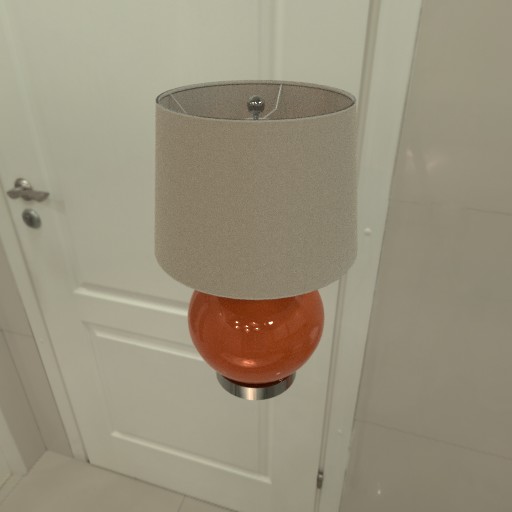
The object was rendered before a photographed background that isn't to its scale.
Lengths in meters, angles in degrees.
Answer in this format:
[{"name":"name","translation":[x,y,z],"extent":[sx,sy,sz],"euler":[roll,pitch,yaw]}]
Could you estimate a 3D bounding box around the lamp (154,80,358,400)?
[{"name":"lamp","translation":[0.000,0.000,0.559],"extent":[0.247,0.387,0.247],"euler":[0,30,0]}]
